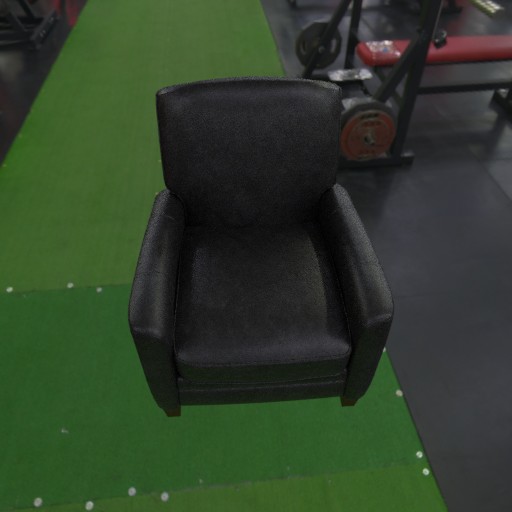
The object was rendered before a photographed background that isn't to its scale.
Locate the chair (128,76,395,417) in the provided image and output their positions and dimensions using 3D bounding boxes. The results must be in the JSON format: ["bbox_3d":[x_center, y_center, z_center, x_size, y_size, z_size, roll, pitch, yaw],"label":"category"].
[{"bbox_3d":[0.000,0.000,1.662,0.848,1.014,0.864,-3,46,-3],"label":"chair"}]
